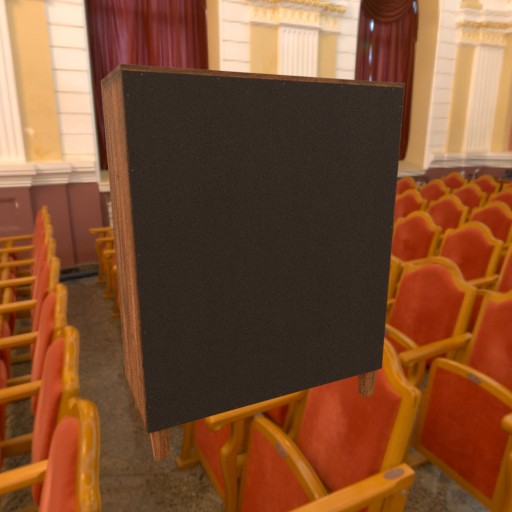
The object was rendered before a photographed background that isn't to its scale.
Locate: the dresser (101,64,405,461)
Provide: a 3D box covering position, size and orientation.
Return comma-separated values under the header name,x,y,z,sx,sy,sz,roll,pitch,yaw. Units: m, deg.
name,x,y,z,sx,sy,sz,roll,pitch,yaw
dresser,0.000,0.000,1.849,1.067,1.359,0.438,-7,16,-25
